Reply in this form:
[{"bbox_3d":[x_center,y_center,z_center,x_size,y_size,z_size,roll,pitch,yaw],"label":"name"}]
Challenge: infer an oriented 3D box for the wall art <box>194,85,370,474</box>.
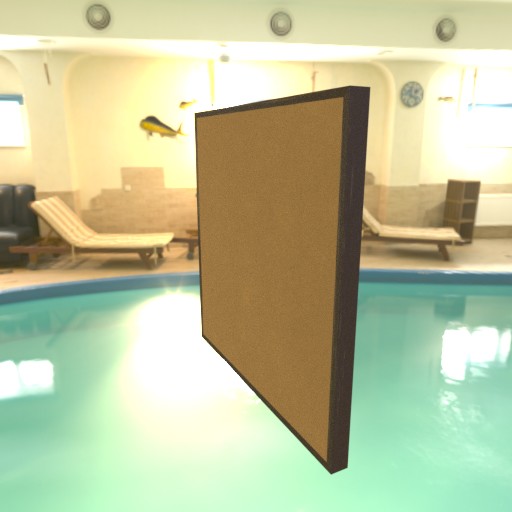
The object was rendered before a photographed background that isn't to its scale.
[{"bbox_3d":[0.000,0.000,1.163,0.043,0.758,0.762,-7,16,-26],"label":"wall art"}]
